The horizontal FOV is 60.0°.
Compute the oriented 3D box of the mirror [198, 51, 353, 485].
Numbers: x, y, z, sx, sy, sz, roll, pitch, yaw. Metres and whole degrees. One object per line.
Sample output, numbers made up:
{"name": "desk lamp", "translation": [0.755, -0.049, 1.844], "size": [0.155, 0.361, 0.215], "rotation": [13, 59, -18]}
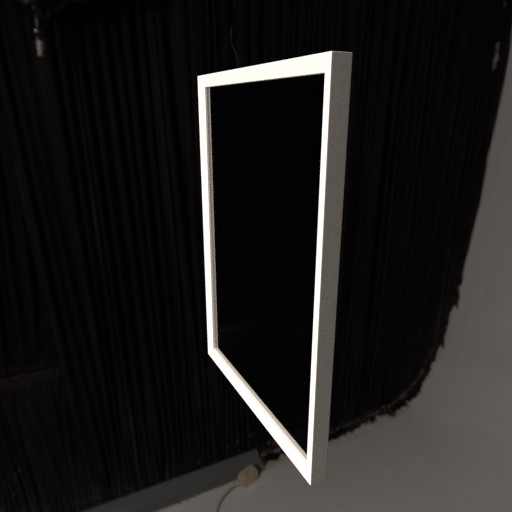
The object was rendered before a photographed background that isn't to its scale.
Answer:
{"name": "mirror", "translation": [0.000, 0.000, 0.904], "size": [0.039, 0.710, 0.507], "rotation": [-9, 20, -25]}
